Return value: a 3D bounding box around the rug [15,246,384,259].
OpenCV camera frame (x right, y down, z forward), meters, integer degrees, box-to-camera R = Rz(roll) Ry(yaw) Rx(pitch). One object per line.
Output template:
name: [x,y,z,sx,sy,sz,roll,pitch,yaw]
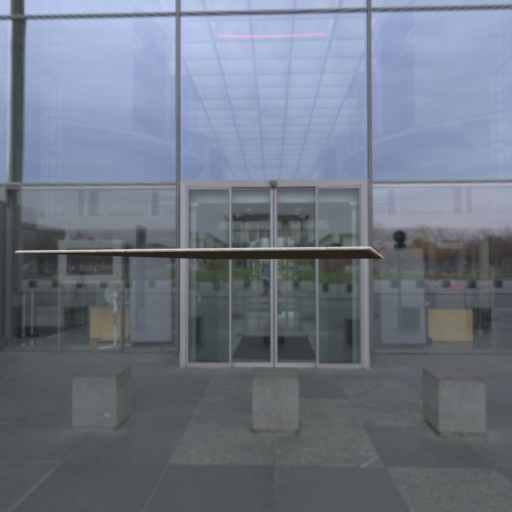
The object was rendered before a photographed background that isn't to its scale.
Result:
rug: [0.000,0.000,2.816,1.524,0.011,2.286,0,-1,17]
